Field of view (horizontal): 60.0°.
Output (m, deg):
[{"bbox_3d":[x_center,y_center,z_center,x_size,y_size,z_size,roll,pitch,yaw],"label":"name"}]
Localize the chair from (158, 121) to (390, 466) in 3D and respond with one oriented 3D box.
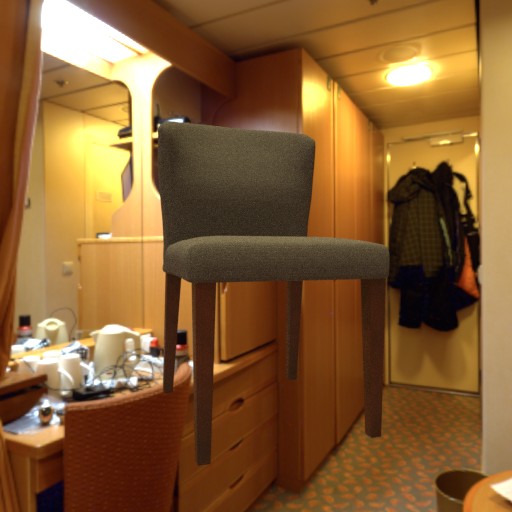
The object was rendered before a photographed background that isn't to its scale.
[{"bbox_3d":[0.000,0.000,1.210,0.491,0.839,0.589,0,1,-19],"label":"chair"}]
